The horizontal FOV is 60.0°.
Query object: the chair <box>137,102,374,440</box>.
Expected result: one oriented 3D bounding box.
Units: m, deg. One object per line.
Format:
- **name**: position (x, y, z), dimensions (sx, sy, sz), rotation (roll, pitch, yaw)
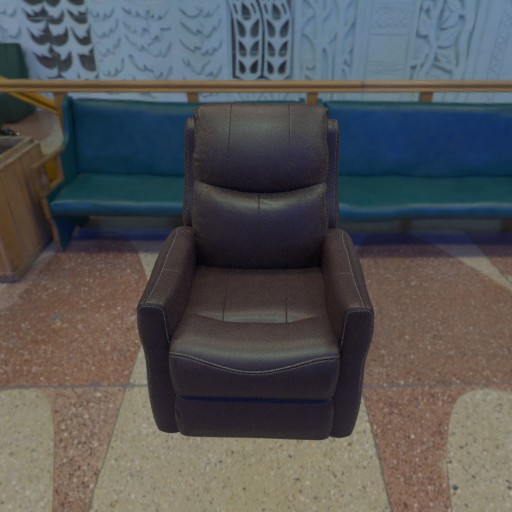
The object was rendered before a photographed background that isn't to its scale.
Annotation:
- **chair**: position (0.000, 0.000, 1.789), dimensions (0.829, 1.030, 1.080), rotation (1, 31, 2)
